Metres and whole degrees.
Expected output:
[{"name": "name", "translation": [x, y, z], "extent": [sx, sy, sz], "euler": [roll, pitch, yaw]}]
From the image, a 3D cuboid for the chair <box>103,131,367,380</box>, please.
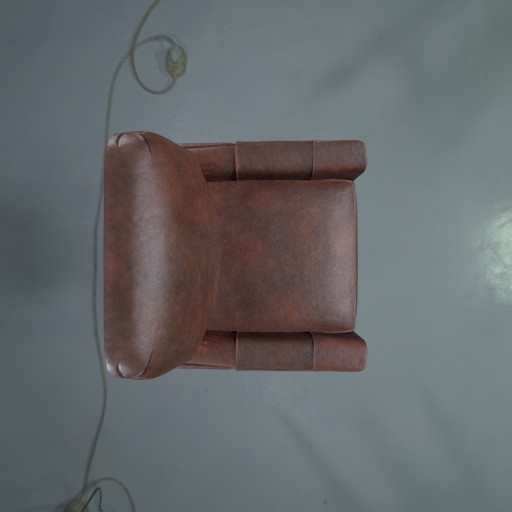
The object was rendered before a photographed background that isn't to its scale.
[{"name": "chair", "translation": [0.000, 0.000, 1.698], "extent": [0.836, 1.043, 0.843], "euler": [0, 90, 0]}]
